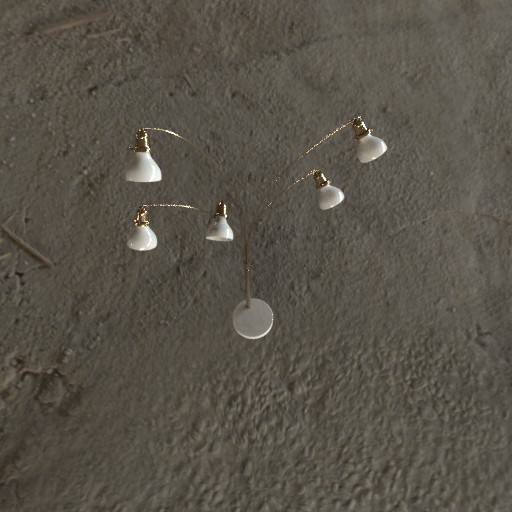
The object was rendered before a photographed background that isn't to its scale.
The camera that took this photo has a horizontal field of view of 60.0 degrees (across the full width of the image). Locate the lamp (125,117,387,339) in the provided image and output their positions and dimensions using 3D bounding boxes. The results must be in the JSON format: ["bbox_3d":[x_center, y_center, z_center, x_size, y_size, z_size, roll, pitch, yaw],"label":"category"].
[{"bbox_3d":[0.000,0.000,2.911,1.405,2.423,0.361,-16,63,-8],"label":"lamp"}]
